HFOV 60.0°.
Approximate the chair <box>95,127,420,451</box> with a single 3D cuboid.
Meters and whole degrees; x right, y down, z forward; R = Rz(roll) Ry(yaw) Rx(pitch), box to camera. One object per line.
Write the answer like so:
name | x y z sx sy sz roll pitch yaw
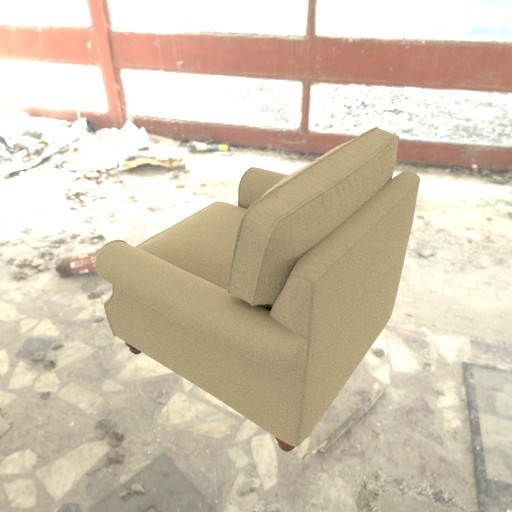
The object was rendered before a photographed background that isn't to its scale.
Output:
chair | 0.000 0.000 1.789 0.966 0.967 1.029 22 40 29
